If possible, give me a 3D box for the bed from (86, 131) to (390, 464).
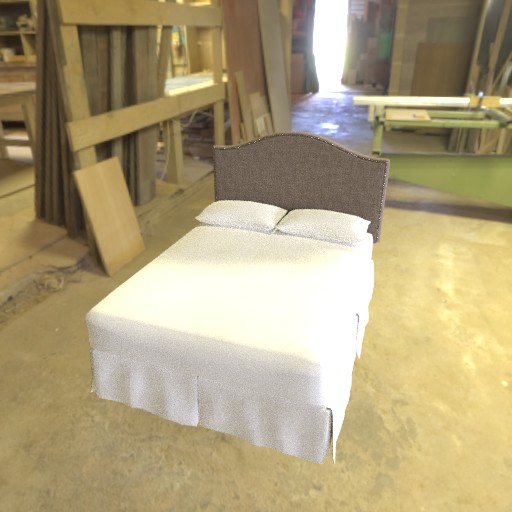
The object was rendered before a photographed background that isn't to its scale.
[{"bbox_3d":[0.000,0.000,3.382,1.713,1.518,2.153,9,27,18],"label":"bed"}]
